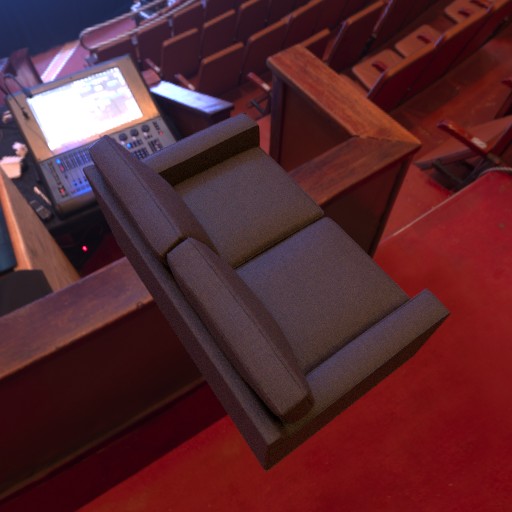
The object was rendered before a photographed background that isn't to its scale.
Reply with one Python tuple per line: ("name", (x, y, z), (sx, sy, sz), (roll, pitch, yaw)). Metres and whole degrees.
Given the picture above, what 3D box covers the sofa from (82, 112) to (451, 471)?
("sofa", (0.000, 0.000, 2.149), (0.974, 0.887, 1.534), (-31, 63, -18))
